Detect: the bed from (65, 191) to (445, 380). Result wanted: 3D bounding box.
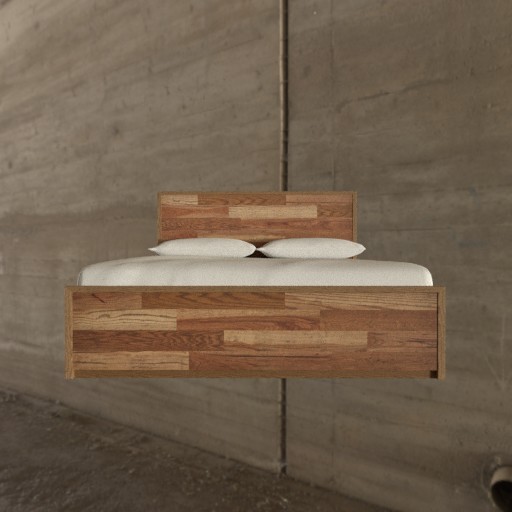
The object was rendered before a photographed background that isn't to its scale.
[{"bbox_3d":[0.000,0.000,3.432,2.013,1.295,2.184,0,0,0],"label":"bed"}]
